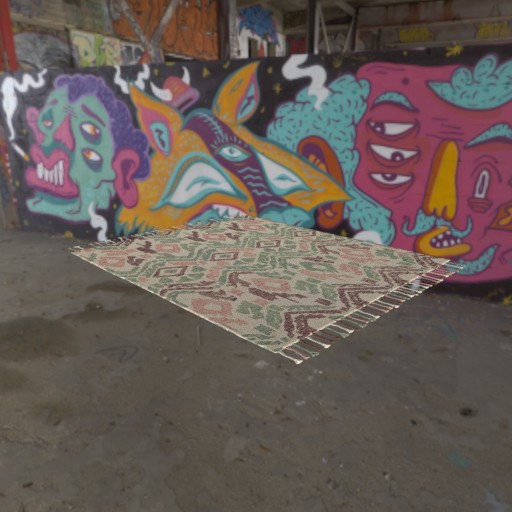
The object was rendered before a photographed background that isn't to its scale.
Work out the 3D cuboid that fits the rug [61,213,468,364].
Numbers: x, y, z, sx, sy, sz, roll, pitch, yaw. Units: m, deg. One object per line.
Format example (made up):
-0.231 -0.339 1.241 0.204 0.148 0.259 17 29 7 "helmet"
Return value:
0.000 0.000 4.180 2.438 0.010 3.048 -17 24 -42 "rug"
